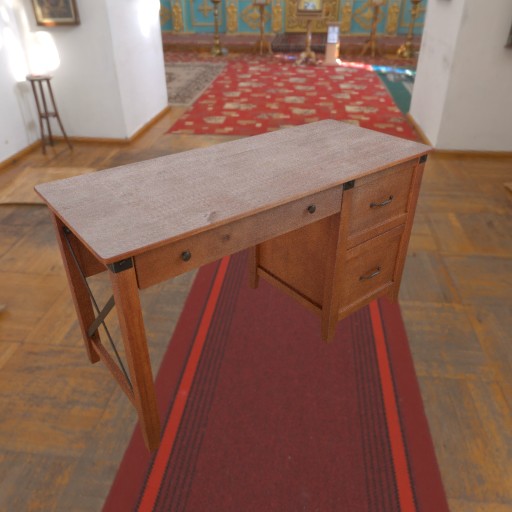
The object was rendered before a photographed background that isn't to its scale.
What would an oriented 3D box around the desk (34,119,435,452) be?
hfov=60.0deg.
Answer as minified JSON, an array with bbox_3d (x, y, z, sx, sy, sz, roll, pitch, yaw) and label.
[{"bbox_3d":[0.000,0.000,1.763,1.353,0.756,0.574,-22,38,-32],"label":"desk"}]
